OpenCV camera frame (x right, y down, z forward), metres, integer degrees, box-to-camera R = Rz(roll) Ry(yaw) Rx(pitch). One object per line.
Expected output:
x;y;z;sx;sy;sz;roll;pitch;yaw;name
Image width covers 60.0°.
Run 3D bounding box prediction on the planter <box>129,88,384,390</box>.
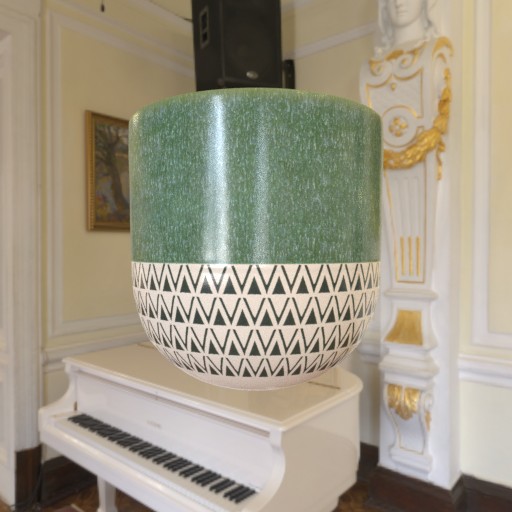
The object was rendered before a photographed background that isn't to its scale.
0.000;0.000;0.483;0.266;0.270;0.266;0;1;0;planter
